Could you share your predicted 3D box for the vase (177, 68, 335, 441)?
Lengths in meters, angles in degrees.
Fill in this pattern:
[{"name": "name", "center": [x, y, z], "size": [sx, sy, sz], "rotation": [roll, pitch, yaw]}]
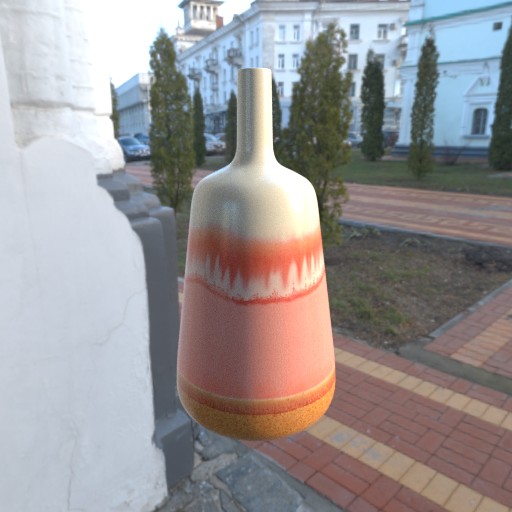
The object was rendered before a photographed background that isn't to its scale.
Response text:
[{"name": "vase", "center": [0.000, 0.000, 0.380], "size": [0.144, 0.296, 0.144], "rotation": [0, 15, 0]}]
